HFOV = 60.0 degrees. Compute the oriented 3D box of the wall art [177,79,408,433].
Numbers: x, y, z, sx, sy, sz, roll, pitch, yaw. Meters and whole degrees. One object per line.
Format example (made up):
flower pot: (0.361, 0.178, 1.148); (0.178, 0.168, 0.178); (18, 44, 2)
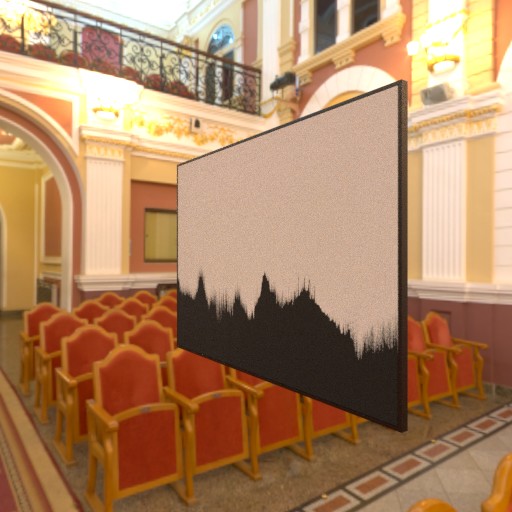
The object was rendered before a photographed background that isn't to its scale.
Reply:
wall art: (0.000, 0.000, 1.221); (0.019, 0.660, 0.957); (0, 0, -36)
